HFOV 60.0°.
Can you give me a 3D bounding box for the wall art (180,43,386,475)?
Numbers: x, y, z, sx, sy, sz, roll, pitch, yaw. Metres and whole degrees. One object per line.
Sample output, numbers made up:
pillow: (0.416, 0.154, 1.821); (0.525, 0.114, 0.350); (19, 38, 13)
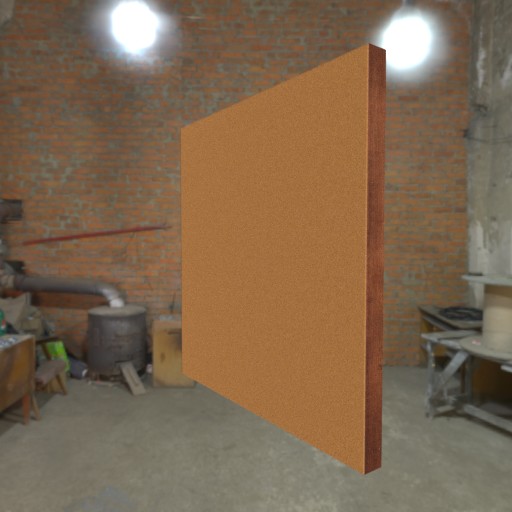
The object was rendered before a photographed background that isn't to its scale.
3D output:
wall art: (0.000, 0.000, 0.822); (0.037, 0.572, 0.554); (-2, 3, -35)
